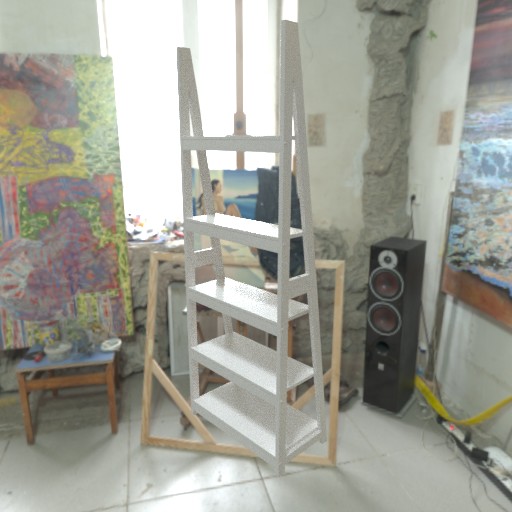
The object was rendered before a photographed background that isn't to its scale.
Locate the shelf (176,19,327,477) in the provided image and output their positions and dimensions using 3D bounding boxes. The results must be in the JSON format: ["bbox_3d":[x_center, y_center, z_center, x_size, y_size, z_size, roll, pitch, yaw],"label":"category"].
[{"bbox_3d":[0.000,0.000,2.006,0.341,1.779,0.636,-14,20,-42],"label":"shelf"}]
